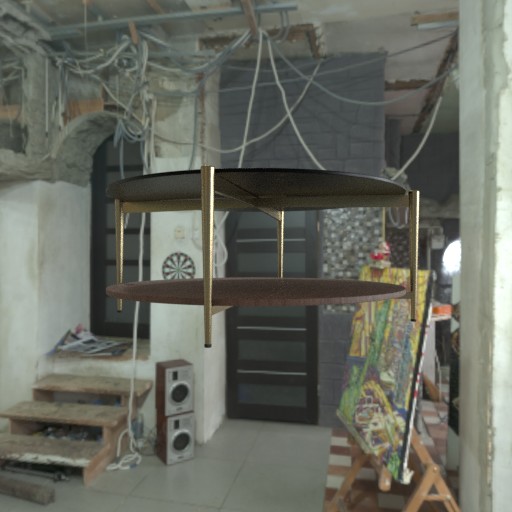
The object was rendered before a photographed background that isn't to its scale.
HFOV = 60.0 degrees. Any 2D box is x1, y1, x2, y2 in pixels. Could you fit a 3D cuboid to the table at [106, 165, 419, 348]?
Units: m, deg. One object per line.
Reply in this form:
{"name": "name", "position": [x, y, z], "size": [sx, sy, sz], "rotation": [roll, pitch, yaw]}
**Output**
{"name": "table", "position": [0.000, 0.000, 1.463], "size": [0.938, 0.400, 0.938], "rotation": [0, 0, -18]}
